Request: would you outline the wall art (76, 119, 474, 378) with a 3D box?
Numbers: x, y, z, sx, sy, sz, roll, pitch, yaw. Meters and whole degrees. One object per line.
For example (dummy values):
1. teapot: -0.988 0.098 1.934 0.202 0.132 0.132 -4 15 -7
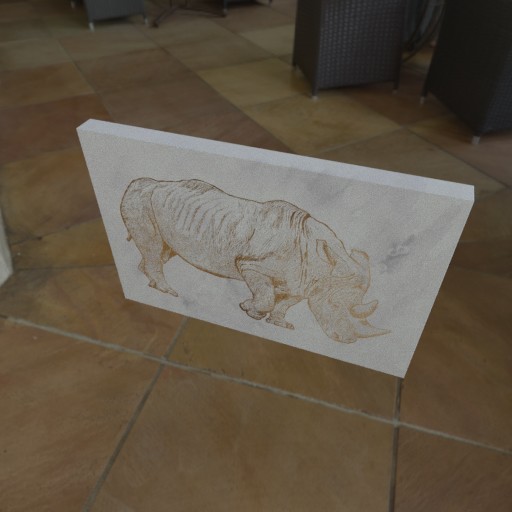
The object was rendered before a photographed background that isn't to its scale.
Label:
1. wall art: 0.000 0.000 0.795 0.609 0.407 0.038 13 44 15
